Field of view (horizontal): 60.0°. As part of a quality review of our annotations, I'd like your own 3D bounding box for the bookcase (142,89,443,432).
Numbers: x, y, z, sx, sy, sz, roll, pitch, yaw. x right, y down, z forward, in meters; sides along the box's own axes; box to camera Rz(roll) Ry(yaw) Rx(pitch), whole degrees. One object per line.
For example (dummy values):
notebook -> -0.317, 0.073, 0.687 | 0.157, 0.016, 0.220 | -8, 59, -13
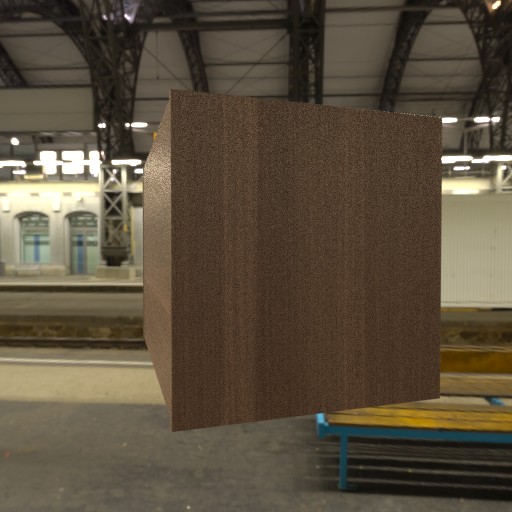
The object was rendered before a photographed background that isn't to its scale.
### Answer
bookcase -> 0.000, 0.000, 0.635 | 0.290, 0.305, 0.415 | 0, 1, -18
